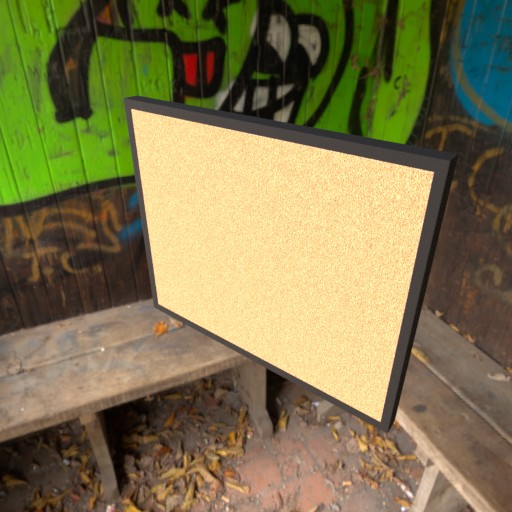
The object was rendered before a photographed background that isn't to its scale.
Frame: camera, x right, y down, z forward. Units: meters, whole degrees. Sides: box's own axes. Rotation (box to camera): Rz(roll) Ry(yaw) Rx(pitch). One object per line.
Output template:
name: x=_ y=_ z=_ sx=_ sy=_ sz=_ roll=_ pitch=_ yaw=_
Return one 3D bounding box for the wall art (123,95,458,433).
wall art: x=0.000 y=0.000 z=0.753 sx=0.554 sy=0.454 sz=0.030 roll=21 pitch=37 yaw=31
